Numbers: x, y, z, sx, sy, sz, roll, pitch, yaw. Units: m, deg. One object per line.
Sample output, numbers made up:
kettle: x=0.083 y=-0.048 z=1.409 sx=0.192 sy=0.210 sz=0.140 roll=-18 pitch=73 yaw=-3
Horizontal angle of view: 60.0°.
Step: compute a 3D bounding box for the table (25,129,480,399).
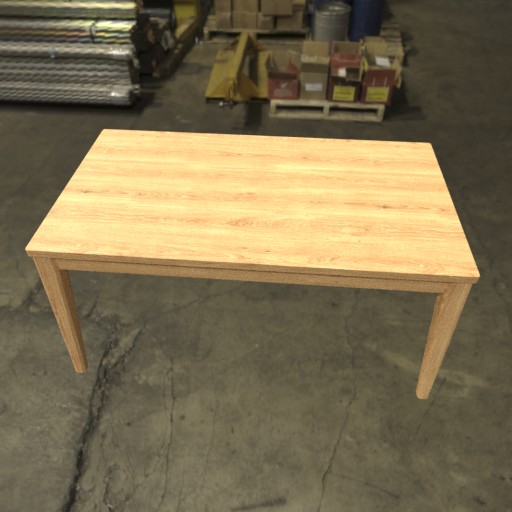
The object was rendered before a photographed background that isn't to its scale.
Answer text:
table: x=0.000 y=0.000 z=2.052 sx=1.600 sy=0.760 sz=0.900 roll=3 pitch=45 yaw=3
